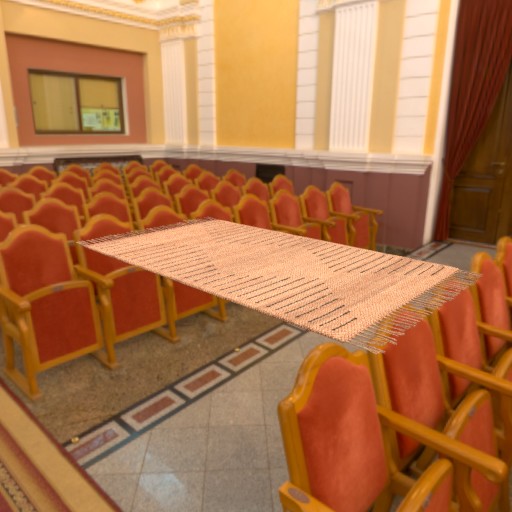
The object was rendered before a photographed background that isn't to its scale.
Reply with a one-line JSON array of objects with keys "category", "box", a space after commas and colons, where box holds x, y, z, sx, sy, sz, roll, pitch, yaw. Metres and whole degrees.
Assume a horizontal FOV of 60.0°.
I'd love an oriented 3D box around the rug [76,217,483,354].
[{"category": "rug", "box": [0.000, 0.000, 2.023, 1.718, 0.017, 0.905, 15, 22, 41]}]
